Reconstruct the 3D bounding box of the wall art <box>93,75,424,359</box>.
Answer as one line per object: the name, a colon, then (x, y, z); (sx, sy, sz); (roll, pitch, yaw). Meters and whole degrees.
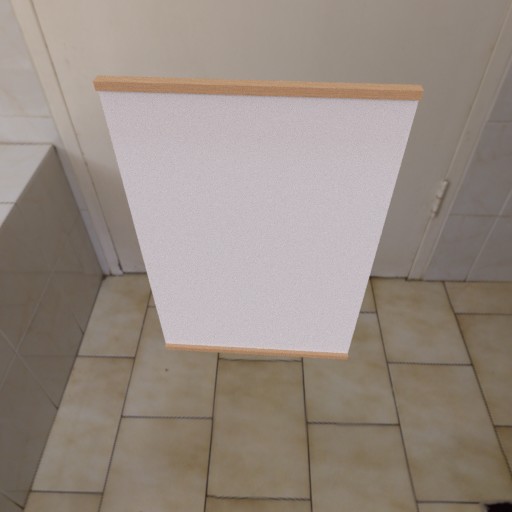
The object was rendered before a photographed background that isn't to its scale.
wall art: (0.000, 0.000, 0.637); (0.335, 0.510, 0.013); (3, 46, 3)
